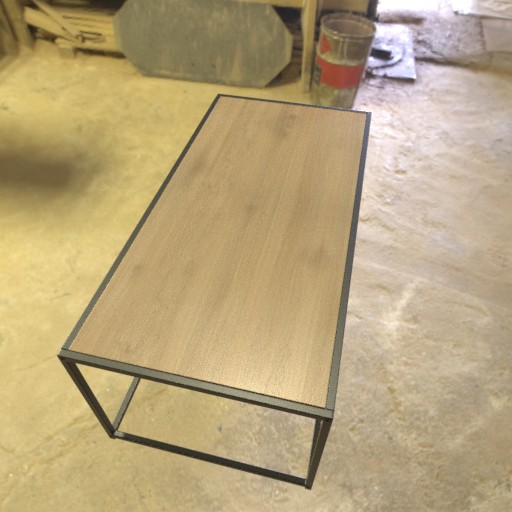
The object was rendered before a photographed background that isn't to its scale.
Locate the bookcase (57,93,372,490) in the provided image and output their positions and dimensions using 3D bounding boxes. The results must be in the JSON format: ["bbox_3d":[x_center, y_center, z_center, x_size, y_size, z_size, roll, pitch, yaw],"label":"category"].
[{"bbox_3d":[0.000,0.000,1.235,0.500,0.400,1.000,10,48,9],"label":"bookcase"}]
